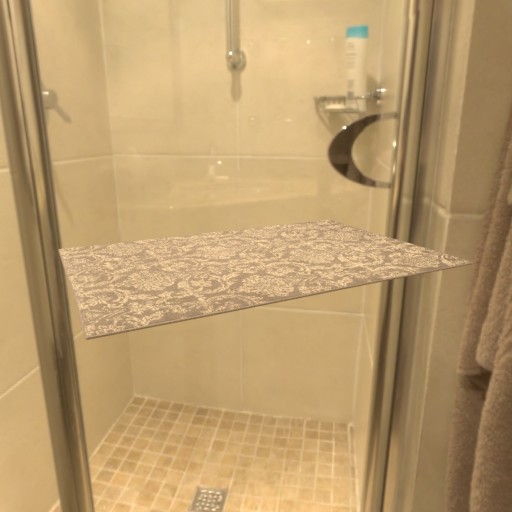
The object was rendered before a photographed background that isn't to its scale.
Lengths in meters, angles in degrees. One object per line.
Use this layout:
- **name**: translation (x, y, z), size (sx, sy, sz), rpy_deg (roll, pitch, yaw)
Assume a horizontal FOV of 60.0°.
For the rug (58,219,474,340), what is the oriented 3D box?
- **rug**: translation (0.000, 0.000, 3.489), size (2.746, 0.018, 1.819), rpy_deg (-8, 18, -26)
